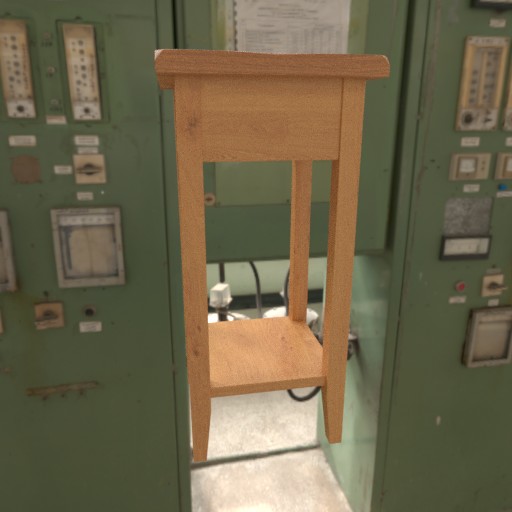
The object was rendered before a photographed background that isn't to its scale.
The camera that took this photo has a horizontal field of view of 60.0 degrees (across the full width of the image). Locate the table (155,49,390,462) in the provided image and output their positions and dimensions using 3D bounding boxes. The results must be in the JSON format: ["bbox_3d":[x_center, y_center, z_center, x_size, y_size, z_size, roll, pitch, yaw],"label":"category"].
[{"bbox_3d":[0.000,0.000,0.934,0.360,0.740,0.360,-3,17,-10],"label":"table"}]
